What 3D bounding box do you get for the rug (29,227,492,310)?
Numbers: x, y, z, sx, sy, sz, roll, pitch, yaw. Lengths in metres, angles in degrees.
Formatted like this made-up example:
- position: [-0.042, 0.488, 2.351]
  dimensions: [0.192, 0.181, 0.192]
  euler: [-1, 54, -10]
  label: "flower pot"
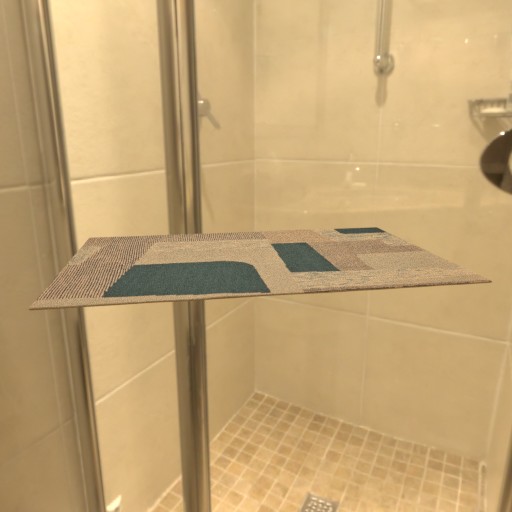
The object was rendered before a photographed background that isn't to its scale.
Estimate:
- position: [0.000, 0.000, 3.007]
  dimensions: [2.436, 0.015, 1.521]
  euler: [-3, 16, -9]
  label: "rug"
